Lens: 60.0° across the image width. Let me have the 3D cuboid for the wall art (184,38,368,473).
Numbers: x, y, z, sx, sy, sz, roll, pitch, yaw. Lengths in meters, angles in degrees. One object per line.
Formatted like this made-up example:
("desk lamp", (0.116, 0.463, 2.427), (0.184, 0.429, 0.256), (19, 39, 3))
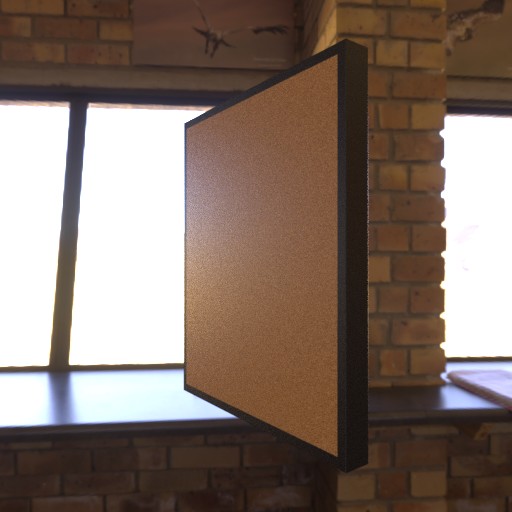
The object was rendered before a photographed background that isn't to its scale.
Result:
("wall art", (0.000, 0.000, 0.503), (0.030, 0.369, 0.294), (0, 0, -37))
